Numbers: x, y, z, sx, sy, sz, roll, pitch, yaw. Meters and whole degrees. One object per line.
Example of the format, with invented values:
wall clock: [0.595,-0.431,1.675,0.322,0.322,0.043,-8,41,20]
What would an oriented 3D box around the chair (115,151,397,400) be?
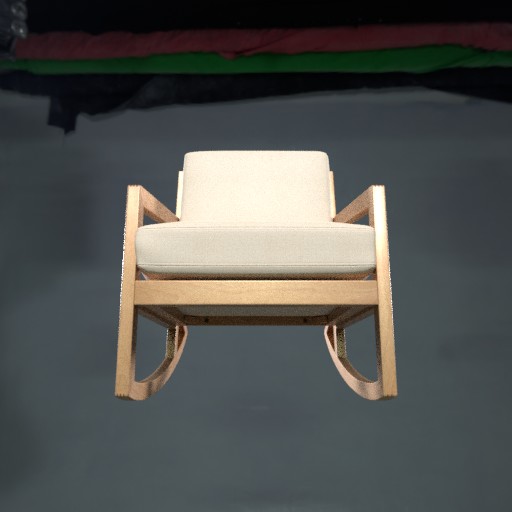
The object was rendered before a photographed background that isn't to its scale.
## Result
chair: [0.000,0.000,1.396,0.622,0.790,0.857,0,2,0]
